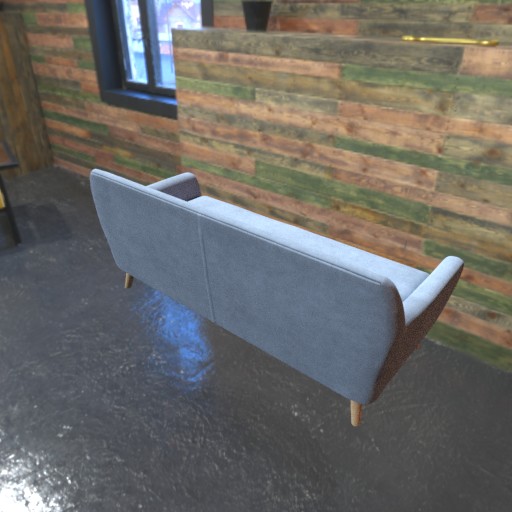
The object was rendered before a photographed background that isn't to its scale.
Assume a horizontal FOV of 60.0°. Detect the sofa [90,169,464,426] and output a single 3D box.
[{"bbox_3d":[0.000,0.000,2.475,1.970,0.830,0.830,23,37,34],"label":"sofa"}]
